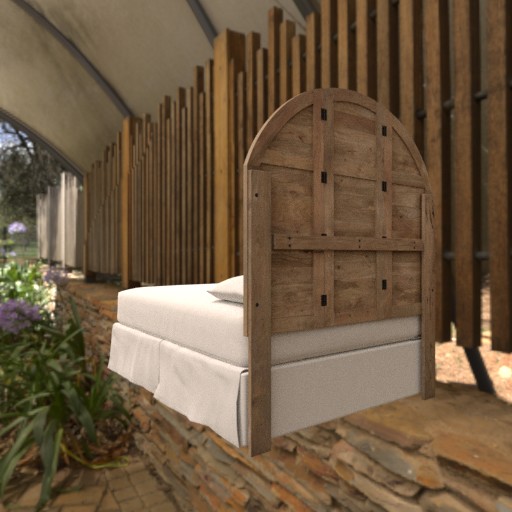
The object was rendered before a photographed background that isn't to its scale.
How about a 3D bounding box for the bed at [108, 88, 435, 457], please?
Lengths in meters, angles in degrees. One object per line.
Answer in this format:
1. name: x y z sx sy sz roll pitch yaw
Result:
1. bed: 0.000 0.000 3.523 1.713 2.002 2.112 0 0 -36
